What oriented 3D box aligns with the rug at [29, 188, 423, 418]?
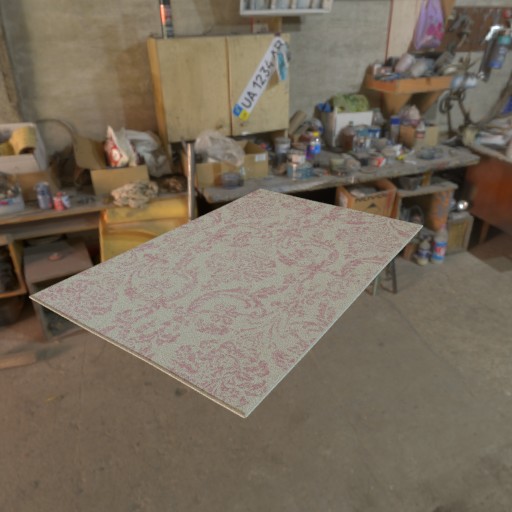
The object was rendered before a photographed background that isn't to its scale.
[{"bbox_3d":[0.000,0.000,2.362,1.219,0.012,1.839,18,32,31],"label":"rug"}]
